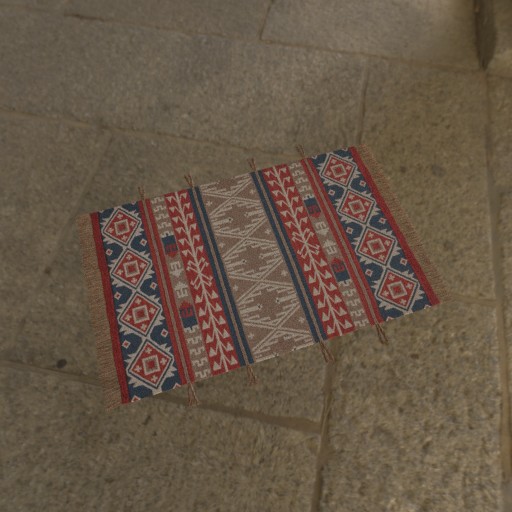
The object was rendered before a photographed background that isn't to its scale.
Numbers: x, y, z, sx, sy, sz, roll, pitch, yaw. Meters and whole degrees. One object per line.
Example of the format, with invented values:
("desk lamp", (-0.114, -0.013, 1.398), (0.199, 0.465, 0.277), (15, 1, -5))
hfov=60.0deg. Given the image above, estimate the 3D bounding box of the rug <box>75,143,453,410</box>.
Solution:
("rug", (0.000, 0.000, 3.234), (2.450, 0.048, 1.778), (-16, 64, -8))
